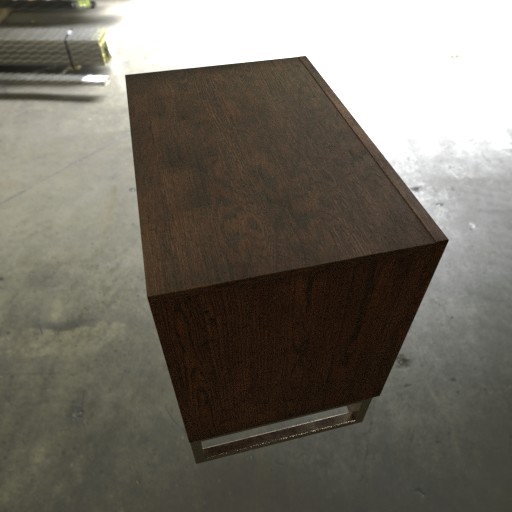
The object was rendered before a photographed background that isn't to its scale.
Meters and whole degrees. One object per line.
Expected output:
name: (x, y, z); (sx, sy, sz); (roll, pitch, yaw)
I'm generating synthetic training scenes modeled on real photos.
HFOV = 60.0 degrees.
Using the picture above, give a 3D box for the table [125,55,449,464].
table: (0.000, 0.000, 1.233); (0.542, 0.746, 0.767); (-10, 48, -9)
